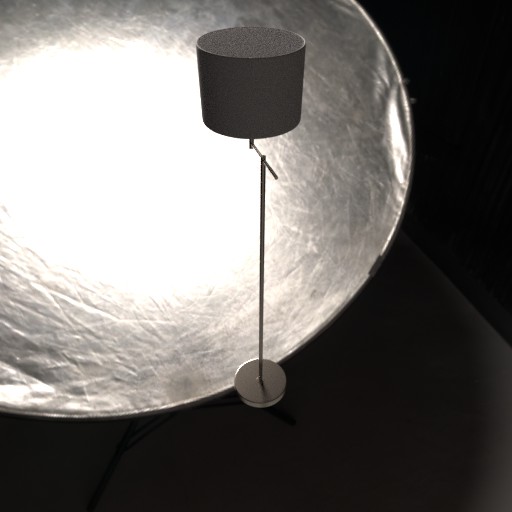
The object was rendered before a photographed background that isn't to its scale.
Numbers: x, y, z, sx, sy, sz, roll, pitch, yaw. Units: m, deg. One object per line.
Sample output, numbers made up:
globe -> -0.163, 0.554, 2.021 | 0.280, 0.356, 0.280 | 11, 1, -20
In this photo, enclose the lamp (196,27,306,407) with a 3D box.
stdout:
lamp -> 0.000, 0.000, 1.796 | 0.324, 1.600, 0.416 | -13, 42, -14
